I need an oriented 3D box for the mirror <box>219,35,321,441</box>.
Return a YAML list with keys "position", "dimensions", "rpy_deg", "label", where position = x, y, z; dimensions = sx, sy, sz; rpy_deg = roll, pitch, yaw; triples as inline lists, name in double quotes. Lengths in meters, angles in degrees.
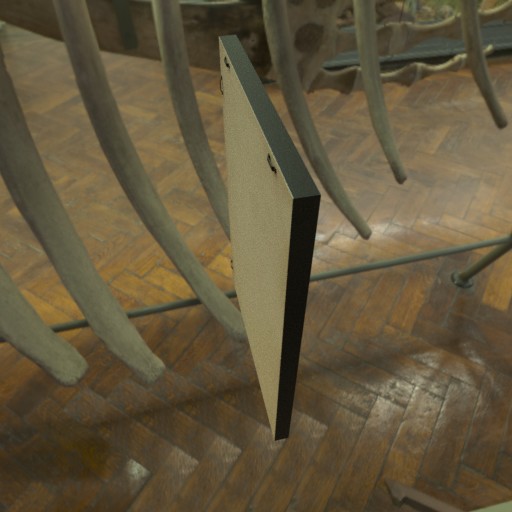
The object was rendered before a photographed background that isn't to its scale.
- position: [0.000, 0.000, 0.938]
  dimensions: [0.039, 0.710, 0.507]
  rpy_deg: [-9, 47, -9]
  label: "mirror"
